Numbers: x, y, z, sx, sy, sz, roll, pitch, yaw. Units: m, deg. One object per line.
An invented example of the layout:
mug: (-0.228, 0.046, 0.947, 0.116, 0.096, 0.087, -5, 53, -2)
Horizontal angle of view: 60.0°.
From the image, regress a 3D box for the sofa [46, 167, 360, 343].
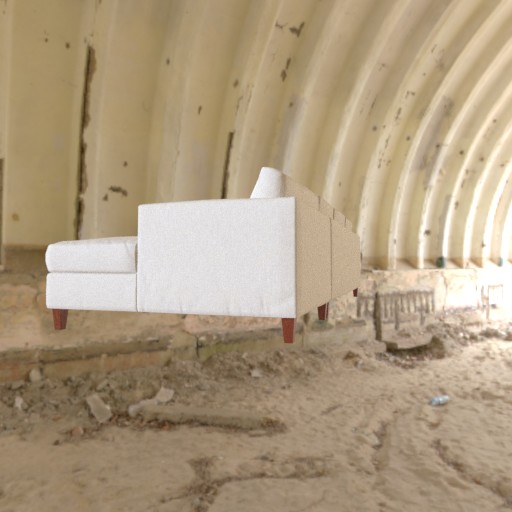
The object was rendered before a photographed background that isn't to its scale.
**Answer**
sofa: (0.000, 0.000, 4.103, 1.606, 0.954, 3.471, 0, -1, 18)
